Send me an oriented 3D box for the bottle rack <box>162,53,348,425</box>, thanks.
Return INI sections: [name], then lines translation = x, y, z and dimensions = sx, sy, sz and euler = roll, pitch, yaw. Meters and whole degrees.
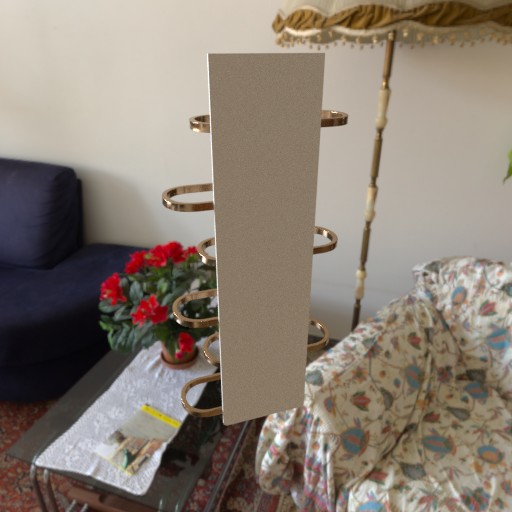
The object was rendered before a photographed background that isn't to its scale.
[bottle rack]
translation = 0.000, 0.000, 0.849
dimensions = 0.332, 0.709, 0.118
euler = -8, 27, -17
